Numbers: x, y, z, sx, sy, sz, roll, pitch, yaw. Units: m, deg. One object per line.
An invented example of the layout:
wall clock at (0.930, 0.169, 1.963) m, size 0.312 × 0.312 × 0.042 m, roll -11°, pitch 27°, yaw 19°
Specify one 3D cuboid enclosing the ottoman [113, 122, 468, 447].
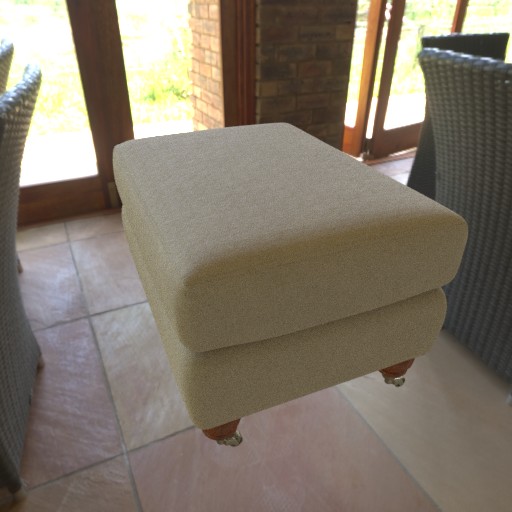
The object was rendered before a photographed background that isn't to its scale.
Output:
ottoman at (0.000, 0.000, 1.114) m, size 0.569 × 0.504 × 0.773 m, roll -12°, pitch 33°, yaw -19°
